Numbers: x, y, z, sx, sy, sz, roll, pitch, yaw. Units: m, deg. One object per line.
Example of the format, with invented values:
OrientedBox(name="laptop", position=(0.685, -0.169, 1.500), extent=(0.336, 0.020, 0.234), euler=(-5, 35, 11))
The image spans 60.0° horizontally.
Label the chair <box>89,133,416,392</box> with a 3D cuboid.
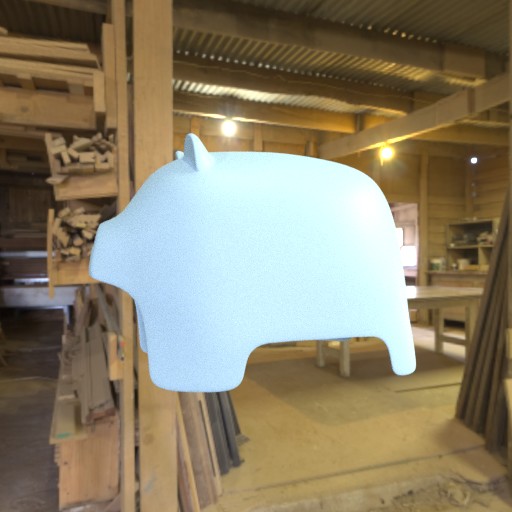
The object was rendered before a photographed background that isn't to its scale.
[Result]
OrientedBox(name="chair", position=(0.000, 0.000, 0.877), extent=(0.619, 0.423, 0.364), euler=(0, 0, -18))
